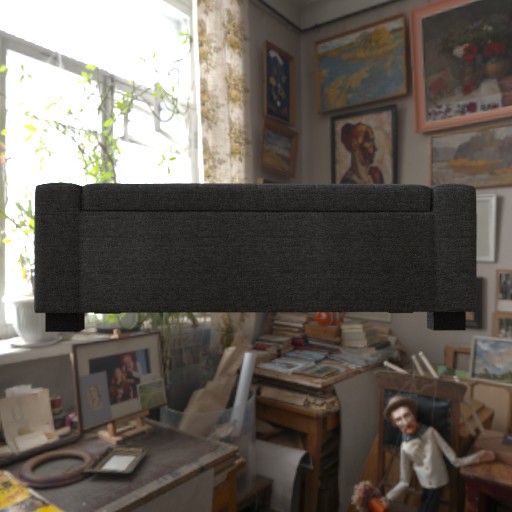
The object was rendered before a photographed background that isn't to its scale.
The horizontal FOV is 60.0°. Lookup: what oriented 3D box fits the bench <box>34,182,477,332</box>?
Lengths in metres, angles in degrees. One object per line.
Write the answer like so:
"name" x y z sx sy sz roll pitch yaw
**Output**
"bench" 0.000 0.000 1.536 1.296 0.445 0.508 0 0 -1
